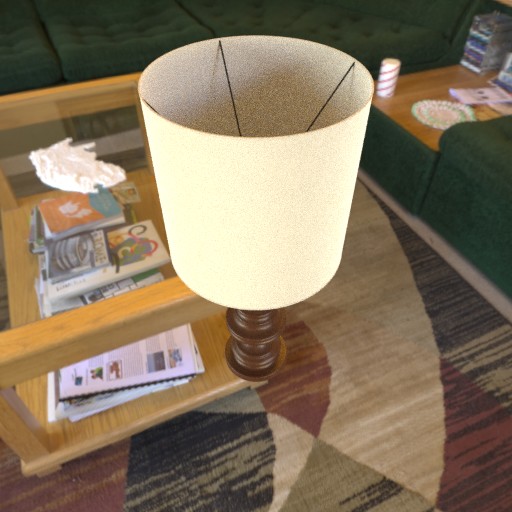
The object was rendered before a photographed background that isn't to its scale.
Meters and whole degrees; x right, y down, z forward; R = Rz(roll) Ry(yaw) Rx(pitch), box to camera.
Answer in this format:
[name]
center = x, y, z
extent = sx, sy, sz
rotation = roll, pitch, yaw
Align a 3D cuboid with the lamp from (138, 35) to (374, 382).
[lamp]
center = 0.000, 0.000, 0.560
extent = 0.208, 0.455, 0.208
rotation = -33, 54, -28
